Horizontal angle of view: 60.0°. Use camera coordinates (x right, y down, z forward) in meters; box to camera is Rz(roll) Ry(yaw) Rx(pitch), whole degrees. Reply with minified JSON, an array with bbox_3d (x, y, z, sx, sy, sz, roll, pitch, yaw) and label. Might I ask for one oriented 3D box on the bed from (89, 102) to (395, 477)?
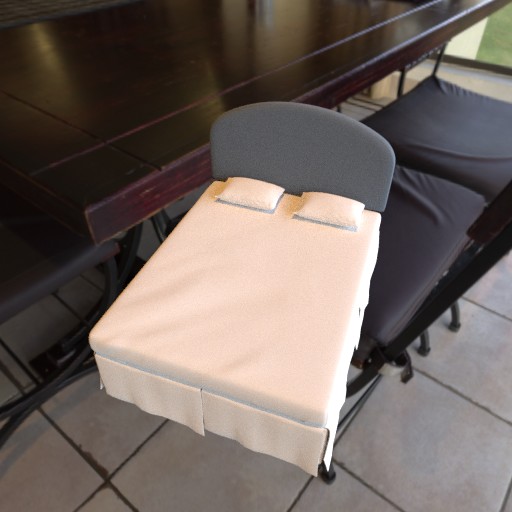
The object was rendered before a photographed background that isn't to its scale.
[{"bbox_3d":[0.000,0.000,3.071,1.607,1.410,2.005,13,43,15],"label":"bed"}]
